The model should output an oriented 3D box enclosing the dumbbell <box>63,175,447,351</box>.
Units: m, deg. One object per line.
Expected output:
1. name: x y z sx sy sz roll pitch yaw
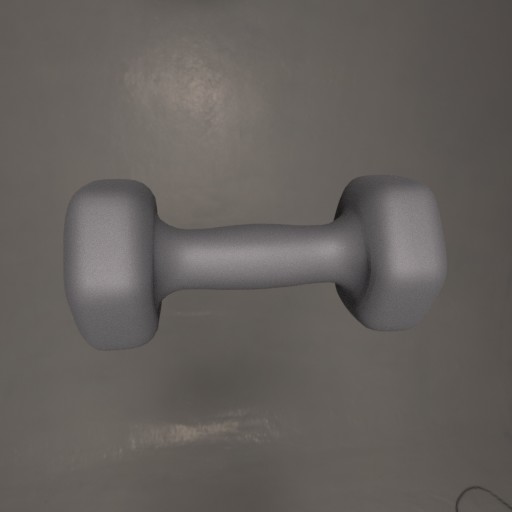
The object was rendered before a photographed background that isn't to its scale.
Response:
1. dumbbell: 0.000 0.000 0.305 0.240 0.105 0.116 -2 16 -7
